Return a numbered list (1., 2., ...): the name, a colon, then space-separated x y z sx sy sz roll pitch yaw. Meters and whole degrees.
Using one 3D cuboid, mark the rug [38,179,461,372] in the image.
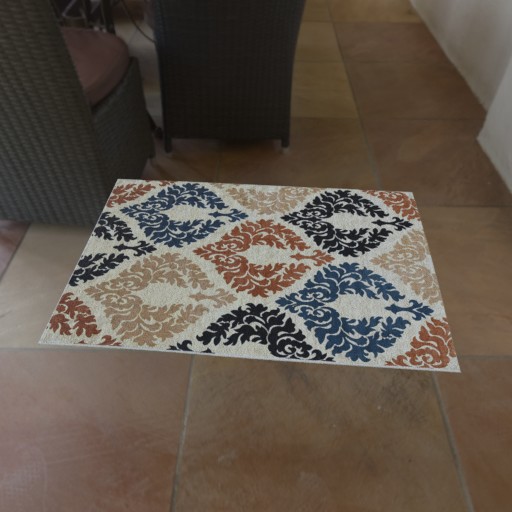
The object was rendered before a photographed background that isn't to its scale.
1. rug: 0.000 0.000 2.885 2.275 0.014 1.514 3 46 3
